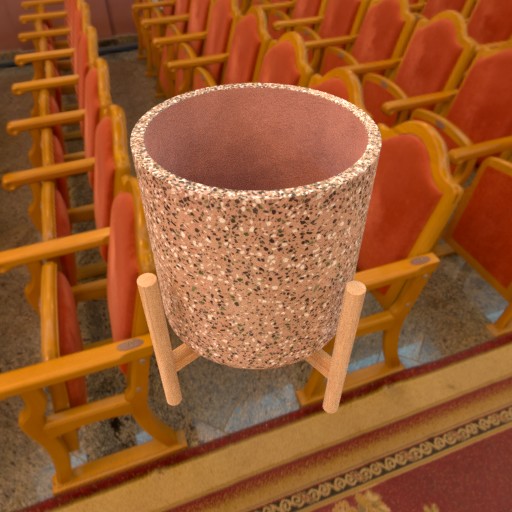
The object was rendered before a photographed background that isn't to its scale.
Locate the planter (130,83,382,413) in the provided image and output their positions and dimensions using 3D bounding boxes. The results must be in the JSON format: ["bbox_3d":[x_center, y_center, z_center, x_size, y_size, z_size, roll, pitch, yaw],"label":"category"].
[{"bbox_3d":[0.000,0.000,0.685,0.360,0.419,0.360,-13,44,-14],"label":"planter"}]
